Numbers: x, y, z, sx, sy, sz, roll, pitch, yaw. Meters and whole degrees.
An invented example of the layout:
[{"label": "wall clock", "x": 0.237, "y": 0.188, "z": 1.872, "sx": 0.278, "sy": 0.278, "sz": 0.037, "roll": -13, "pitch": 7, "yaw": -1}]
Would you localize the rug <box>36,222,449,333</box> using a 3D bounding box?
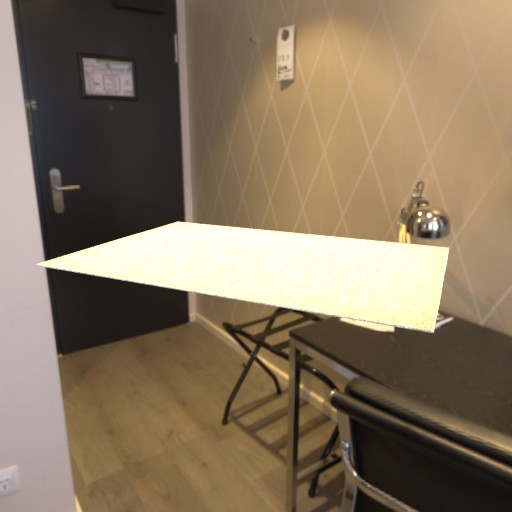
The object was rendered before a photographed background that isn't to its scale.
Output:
[{"label": "rug", "x": 0.000, "y": 0.000, "z": 2.326, "sx": 1.827, "sy": 0.007, "sz": 1.211, "roll": 7, "pitch": 17, "yaw": 24}]
